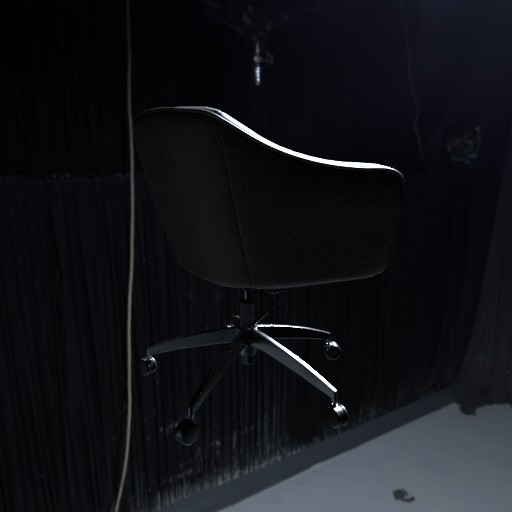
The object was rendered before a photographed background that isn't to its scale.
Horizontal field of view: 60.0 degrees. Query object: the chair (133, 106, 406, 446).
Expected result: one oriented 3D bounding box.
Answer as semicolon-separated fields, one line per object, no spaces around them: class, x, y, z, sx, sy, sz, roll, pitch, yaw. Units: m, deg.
chair;0.000;0.000;1.356;0.689;0.827;0.713;-8;15;-29
